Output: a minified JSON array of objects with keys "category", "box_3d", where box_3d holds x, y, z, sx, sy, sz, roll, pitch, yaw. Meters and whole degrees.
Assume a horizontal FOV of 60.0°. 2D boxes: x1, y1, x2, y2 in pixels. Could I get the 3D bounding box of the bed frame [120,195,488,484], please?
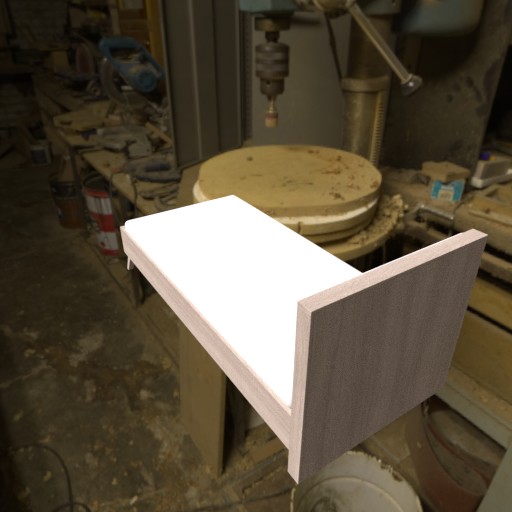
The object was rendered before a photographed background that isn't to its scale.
[{"category":"bed frame","box_3d":[0.000,0.000,2.680,0.990,0.920,2.140,-18,35,-29]}]
